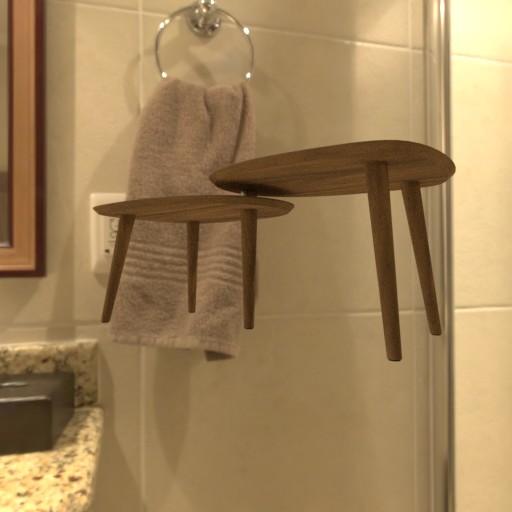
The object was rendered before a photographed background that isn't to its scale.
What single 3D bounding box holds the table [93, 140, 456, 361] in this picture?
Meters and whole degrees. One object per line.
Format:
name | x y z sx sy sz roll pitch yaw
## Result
table | 0.000 0.000 1.312 1.084 0.429 0.527 -1 -1 37
